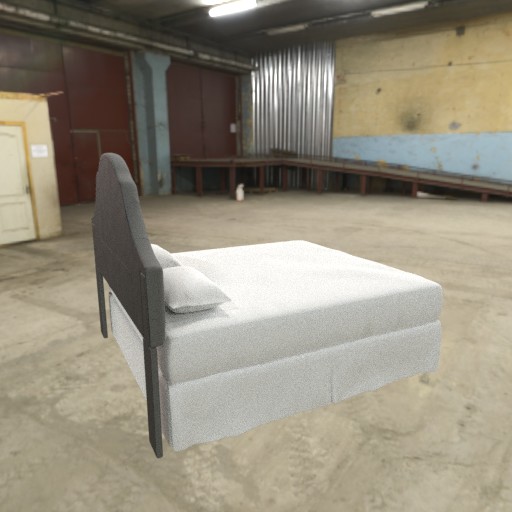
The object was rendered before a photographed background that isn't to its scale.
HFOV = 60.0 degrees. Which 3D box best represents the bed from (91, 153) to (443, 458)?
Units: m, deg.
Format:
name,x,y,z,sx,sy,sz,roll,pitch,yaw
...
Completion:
name,x,y,z,sx,sy,sz,roll,pitch,yaw
bed,0.000,0.000,3.553,2.214,1.615,2.008,-7,15,-26
